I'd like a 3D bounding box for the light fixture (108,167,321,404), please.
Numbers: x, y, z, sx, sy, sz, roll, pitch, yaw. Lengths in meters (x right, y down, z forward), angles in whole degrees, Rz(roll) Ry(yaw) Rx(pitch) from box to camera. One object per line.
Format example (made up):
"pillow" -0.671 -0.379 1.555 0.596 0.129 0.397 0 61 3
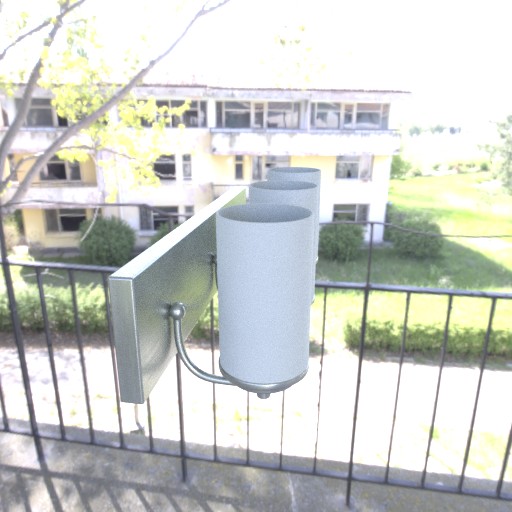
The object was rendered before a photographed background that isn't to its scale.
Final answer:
"light fixture" 0.000 0.000 0.534 0.145 0.172 0.451 3 17 9
